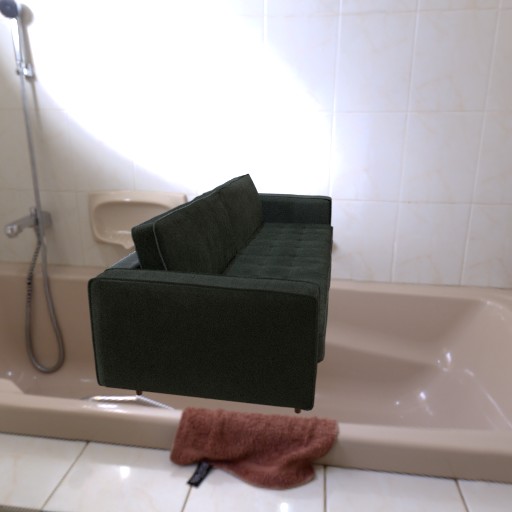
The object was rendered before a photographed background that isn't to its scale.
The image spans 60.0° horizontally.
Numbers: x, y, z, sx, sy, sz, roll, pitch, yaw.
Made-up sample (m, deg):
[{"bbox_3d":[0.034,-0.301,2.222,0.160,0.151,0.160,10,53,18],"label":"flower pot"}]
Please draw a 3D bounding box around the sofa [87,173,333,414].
[{"bbox_3d":[0.000,0.000,2.628,0.886,0.781,2.214,3,17,10],"label":"sofa"}]
